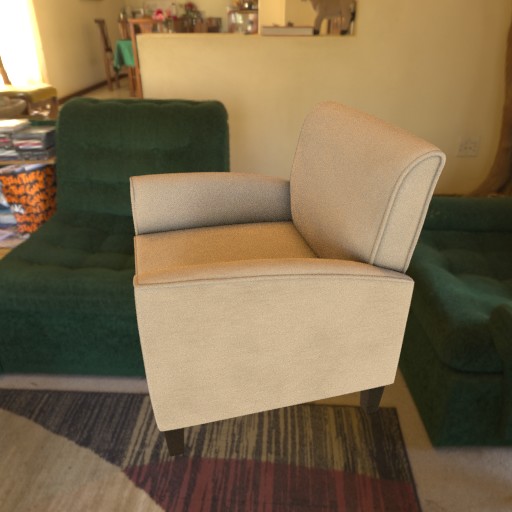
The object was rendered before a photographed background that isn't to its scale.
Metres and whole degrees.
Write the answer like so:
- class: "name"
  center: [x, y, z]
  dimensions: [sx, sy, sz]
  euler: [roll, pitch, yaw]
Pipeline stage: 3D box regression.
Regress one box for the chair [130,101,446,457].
- class: "chair"
  center: [0.000, 0.000, 1.547]
  dimensions: [0.821, 0.915, 0.820]
  euler: [-7, 30, -13]
